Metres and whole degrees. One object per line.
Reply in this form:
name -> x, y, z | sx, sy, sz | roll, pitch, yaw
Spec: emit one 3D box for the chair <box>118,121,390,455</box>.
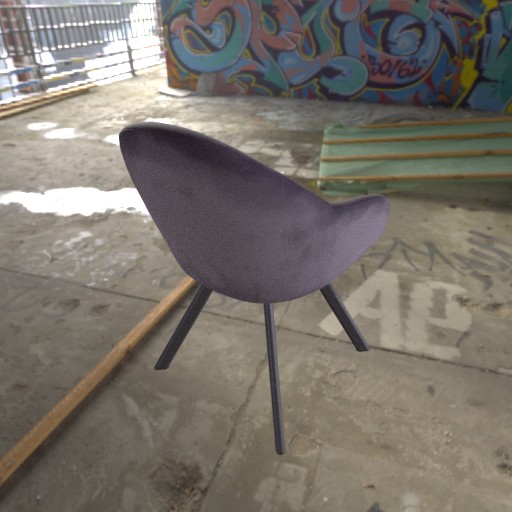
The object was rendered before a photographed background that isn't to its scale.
chair -> 0.000, 0.000, 1.176 | 0.550, 0.795, 0.590 | 22, 37, 32
